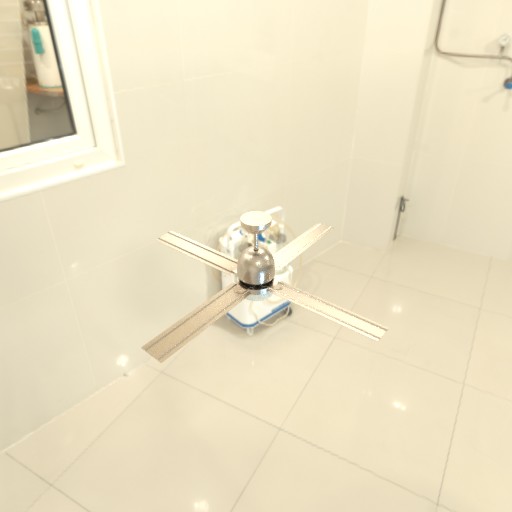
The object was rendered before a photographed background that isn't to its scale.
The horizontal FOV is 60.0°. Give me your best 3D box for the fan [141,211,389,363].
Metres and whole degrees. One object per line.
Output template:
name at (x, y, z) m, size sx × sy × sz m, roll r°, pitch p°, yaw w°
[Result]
fan at (0.000, 0.000, 2.121) m, size 1.346 × 0.406 × 1.346 m, roll 22°, pitch 38°, yaw 30°
